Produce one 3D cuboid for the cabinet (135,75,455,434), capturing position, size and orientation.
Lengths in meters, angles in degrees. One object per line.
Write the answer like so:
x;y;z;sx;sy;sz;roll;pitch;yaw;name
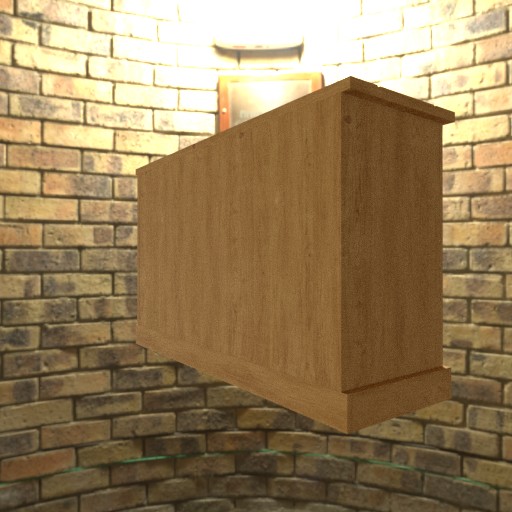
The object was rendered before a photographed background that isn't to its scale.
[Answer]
0.000;0.000;1.659;0.432;0.810;1.321;0;0;-36;cabinet
